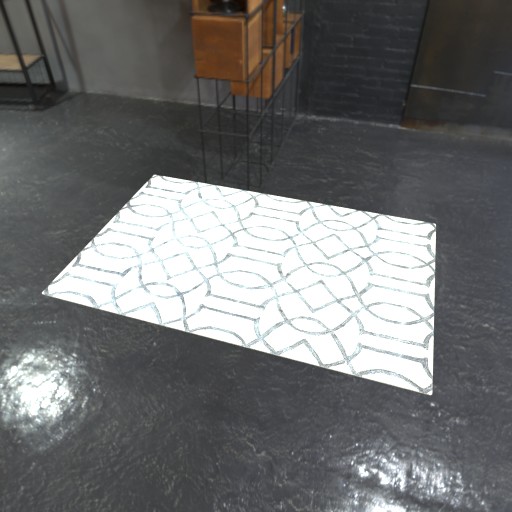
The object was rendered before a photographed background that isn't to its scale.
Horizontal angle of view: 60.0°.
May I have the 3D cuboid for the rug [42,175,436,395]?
[{"bbox_3d":[0.000,0.000,3.073,2.365,0.017,1.521,12,42,13],"label":"rug"}]
